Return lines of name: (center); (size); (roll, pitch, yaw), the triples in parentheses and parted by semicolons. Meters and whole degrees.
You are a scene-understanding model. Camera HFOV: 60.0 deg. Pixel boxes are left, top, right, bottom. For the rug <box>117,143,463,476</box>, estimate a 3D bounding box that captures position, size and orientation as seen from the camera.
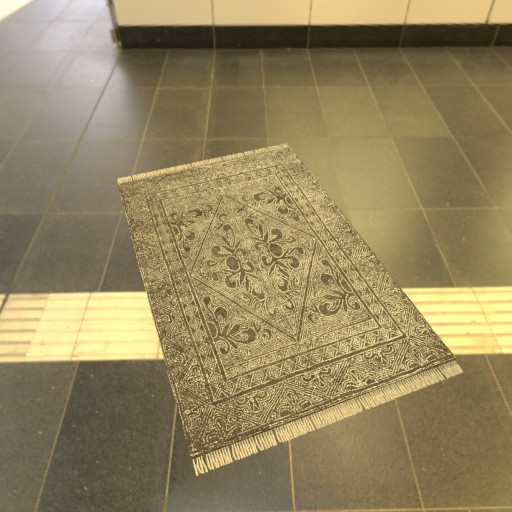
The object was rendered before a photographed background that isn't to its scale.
rug: (0.000, 0.000, 3.016); (1.529, 0.010, 2.440); (-15, 48, -14)
